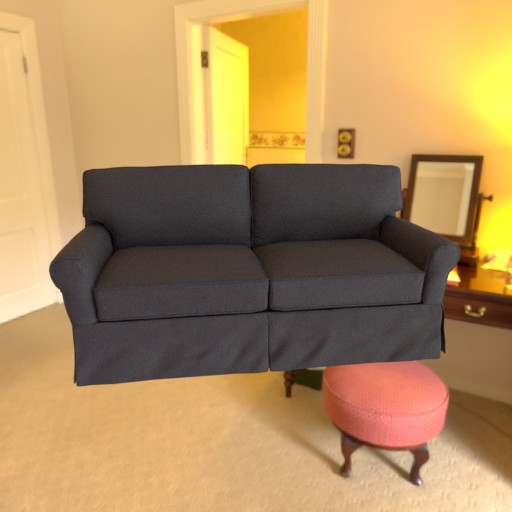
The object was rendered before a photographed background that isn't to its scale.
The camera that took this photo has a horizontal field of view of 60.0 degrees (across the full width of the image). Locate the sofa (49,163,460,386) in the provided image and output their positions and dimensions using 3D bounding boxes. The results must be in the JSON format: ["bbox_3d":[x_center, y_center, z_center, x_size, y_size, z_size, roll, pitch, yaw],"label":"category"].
[{"bbox_3d":[0.000,0.000,2.796,2.256,1.094,0.983,-2,16,-8],"label":"sofa"}]
